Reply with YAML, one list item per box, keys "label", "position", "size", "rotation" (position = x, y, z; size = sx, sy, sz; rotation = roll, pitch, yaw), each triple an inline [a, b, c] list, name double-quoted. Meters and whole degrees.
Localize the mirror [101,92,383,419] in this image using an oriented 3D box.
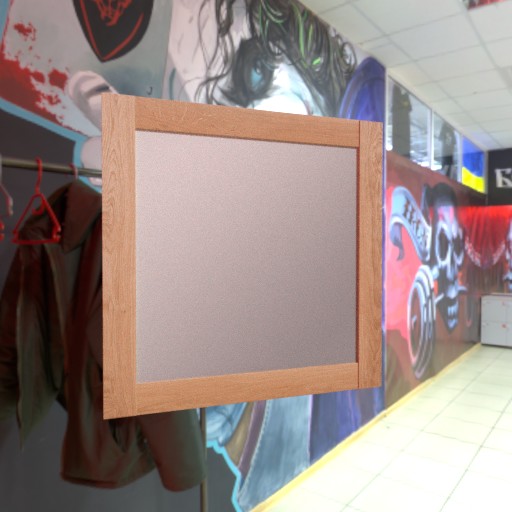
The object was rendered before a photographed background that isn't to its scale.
- label: "mirror"
  position: [0.000, 0.000, 1.222]
  size: [0.800, 0.800, 0.020]
  rotation: [0, 1, -19]
